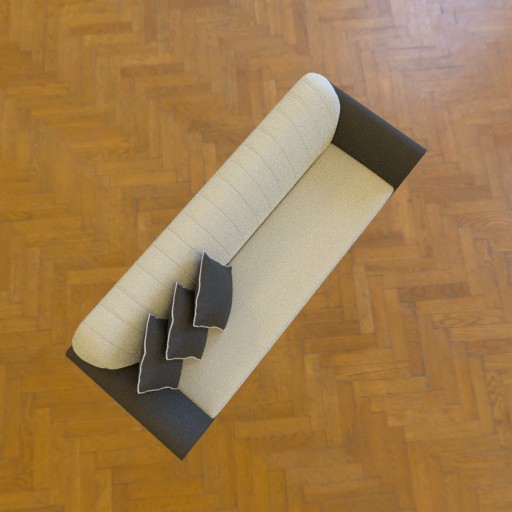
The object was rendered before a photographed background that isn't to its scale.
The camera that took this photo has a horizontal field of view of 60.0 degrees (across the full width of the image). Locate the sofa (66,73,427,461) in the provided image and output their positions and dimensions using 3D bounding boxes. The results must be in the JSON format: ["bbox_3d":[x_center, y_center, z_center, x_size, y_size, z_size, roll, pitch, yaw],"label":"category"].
[{"bbox_3d":[0.000,0.000,2.448,0.755,0.787,2.001,38,80,8],"label":"sofa"}]
